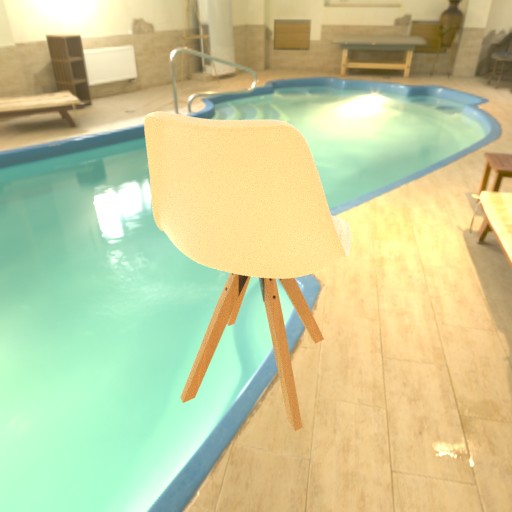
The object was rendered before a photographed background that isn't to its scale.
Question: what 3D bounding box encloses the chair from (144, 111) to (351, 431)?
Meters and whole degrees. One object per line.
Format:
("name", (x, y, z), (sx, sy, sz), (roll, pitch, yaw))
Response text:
("chair", (0.000, 0.000, 1.185), (0.485, 0.849, 0.550), (9, 32, 14))
